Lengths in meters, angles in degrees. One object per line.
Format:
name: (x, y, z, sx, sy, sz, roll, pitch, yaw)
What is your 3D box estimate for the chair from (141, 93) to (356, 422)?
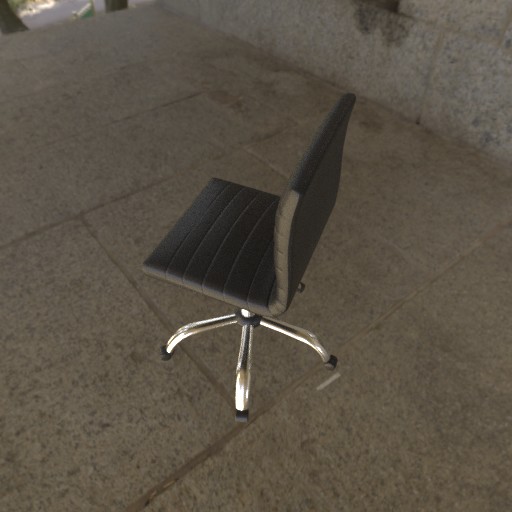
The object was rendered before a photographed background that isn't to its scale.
chair: (0.000, 0.000, 1.157, 0.530, 0.780, 0.556, 16, 48, 15)
